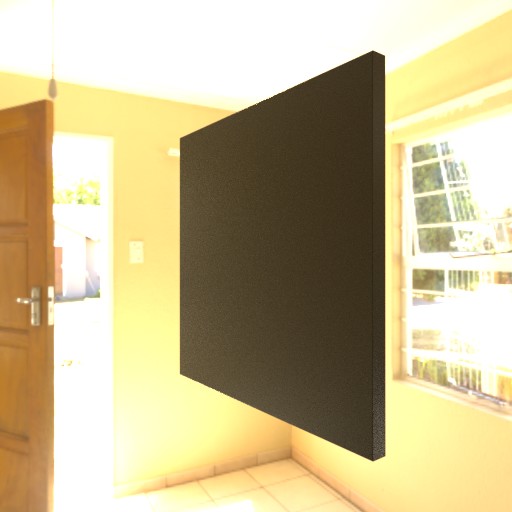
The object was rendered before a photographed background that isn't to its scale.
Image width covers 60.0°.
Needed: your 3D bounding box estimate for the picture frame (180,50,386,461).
[{"bbox_3d":[0.000,0.000,0.830,0.029,0.557,0.559,0,0,-37],"label":"picture frame"}]
